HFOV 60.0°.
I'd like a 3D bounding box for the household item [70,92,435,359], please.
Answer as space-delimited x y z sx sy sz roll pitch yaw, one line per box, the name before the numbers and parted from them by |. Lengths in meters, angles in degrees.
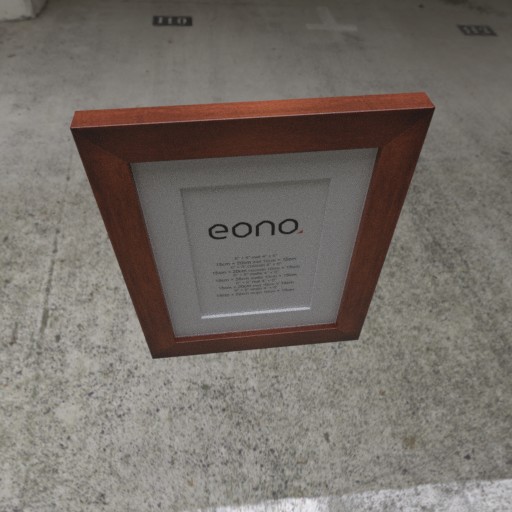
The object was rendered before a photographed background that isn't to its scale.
household item | 0.000 0.000 0.341 0.200 0.250 0.020 -4 49 -4
